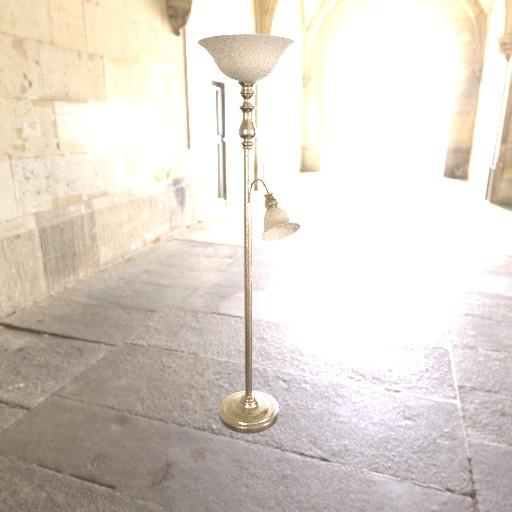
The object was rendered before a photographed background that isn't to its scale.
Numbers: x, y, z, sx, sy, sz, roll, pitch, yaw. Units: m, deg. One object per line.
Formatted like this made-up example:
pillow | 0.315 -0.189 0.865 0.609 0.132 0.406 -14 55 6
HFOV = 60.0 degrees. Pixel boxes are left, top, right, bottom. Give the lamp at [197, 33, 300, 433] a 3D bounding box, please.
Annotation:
lamp | 0.000 0.000 2.008 0.405 1.785 0.575 -8 19 -25
